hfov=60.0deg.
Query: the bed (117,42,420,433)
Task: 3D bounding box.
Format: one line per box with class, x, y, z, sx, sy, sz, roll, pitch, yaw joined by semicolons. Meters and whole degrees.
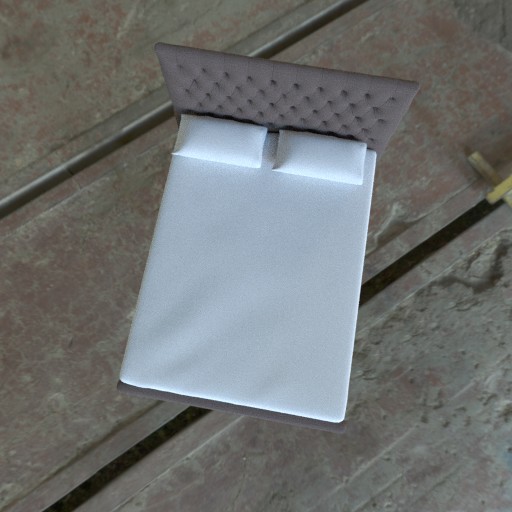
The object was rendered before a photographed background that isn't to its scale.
bed;0.000;0.000;3.191;1.696;1.426;2.233;10;76;2
